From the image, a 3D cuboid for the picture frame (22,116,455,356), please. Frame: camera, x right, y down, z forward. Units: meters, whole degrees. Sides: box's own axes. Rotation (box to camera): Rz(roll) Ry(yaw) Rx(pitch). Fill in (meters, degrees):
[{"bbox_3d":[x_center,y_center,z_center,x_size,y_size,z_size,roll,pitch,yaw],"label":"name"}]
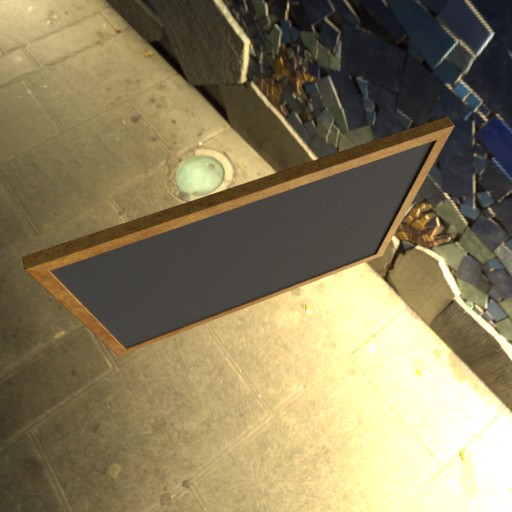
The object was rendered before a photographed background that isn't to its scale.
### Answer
[{"bbox_3d":[0.000,0.000,1.168,0.922,0.621,0.029,-20,65,-10],"label":"picture frame"}]
